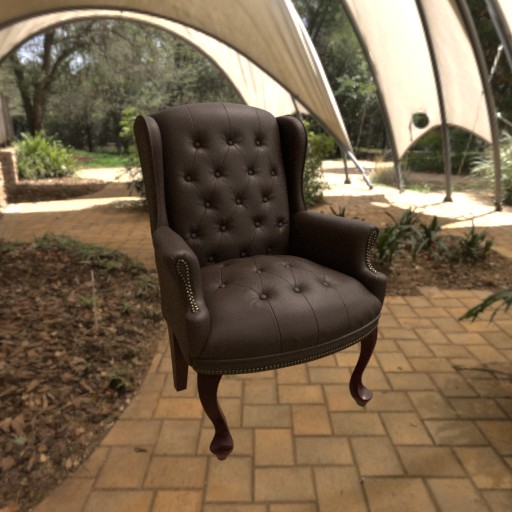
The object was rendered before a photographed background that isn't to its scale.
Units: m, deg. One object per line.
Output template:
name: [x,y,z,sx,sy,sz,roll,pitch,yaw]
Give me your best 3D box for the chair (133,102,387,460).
chair: [0.000,0.000,1.690,0.829,1.132,0.819,-9,19,-27]
